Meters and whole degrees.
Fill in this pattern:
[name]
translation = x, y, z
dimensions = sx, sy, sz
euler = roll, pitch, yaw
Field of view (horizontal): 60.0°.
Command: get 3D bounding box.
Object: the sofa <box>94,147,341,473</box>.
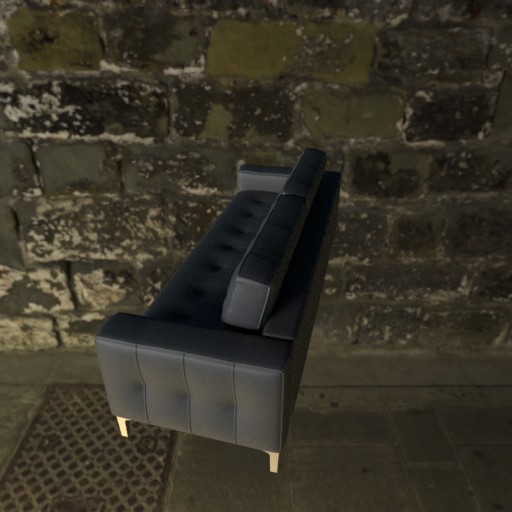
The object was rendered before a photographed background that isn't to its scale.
[sofa]
translation = 0.000, 0.000, 2.758
dimensions = 0.833, 0.893, 2.275
euler = 8, 31, 13
